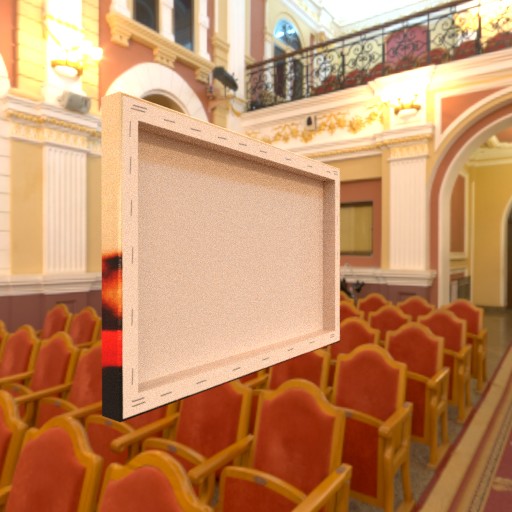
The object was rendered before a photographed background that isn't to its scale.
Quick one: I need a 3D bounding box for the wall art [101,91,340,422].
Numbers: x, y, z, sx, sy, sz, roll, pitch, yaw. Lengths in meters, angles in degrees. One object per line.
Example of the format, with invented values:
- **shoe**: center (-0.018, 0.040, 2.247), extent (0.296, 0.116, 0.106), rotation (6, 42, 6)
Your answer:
- **wall art**: center (0.000, 0.000, 0.796), extent (0.040, 0.402, 0.613), rotation (0, 0, 36)
